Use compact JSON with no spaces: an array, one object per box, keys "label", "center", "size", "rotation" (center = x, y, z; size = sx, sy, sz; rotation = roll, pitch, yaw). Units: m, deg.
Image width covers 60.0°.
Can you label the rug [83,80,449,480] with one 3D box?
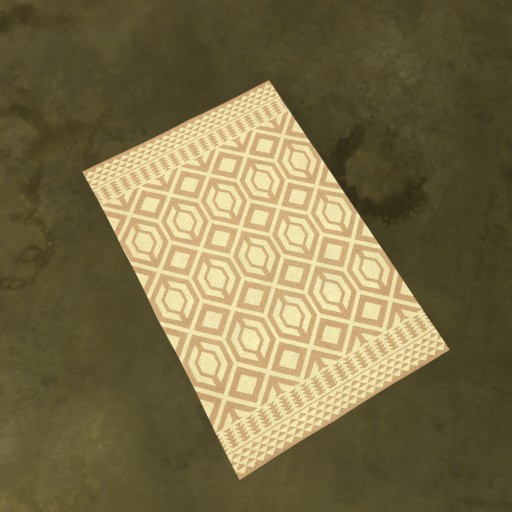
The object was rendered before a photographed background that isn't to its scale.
[{"label":"rug","center":[0.000,0.000,2.382],"size":[1.219,0.008,1.829],"rotation":[-29,77,-8]}]
